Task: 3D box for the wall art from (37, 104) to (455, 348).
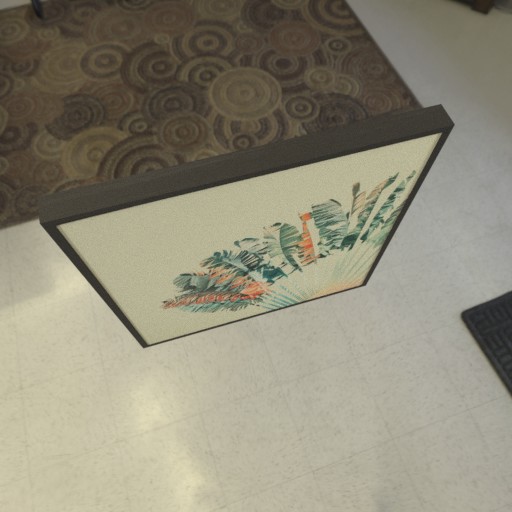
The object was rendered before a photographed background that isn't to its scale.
[{"bbox_3d":[0.000,0.000,0.756,0.509,0.507,0.037,-15,64,-7],"label":"wall art"}]
